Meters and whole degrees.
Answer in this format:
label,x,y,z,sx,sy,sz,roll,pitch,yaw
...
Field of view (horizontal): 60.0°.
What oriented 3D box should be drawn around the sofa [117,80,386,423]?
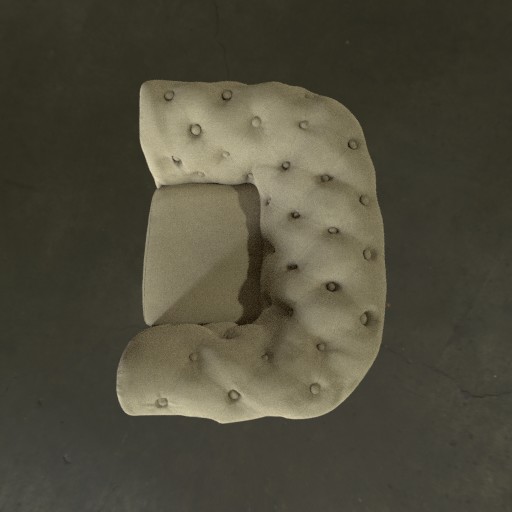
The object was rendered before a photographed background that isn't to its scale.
label,x,y,z,sx,sy,sz,roll,pitch,yaw
sofa,0.000,0.000,2.074,1.034,0.878,1.405,0,76,0
